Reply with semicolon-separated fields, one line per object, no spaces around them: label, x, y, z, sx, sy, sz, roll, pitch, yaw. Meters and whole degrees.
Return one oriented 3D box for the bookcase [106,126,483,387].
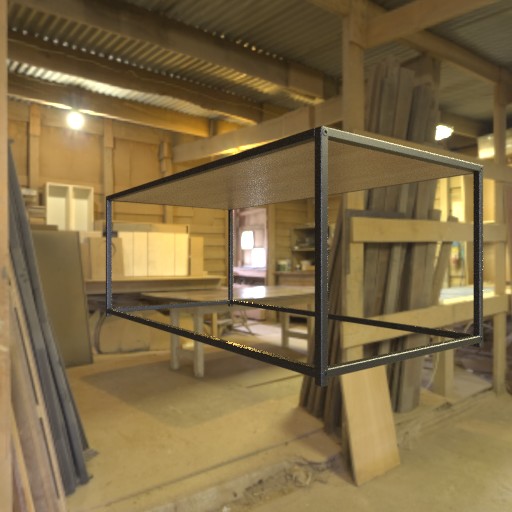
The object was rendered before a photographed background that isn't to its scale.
bookcase;0.000;0.000;1.224;0.500;0.400;1.000;0;0;-37
